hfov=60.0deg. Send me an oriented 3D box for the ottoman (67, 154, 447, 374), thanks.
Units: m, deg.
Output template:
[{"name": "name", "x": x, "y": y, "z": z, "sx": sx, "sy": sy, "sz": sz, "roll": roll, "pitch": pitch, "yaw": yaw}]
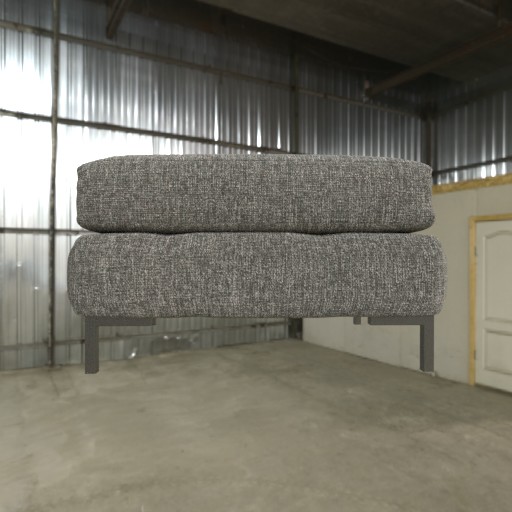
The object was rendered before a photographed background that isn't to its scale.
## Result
[{"name": "ottoman", "x": 0.000, "y": 0.000, "z": 1.229, "sx": 0.828, "sy": 0.480, "sz": 0.683, "roll": 0, "pitch": 1, "yaw": -1}]
